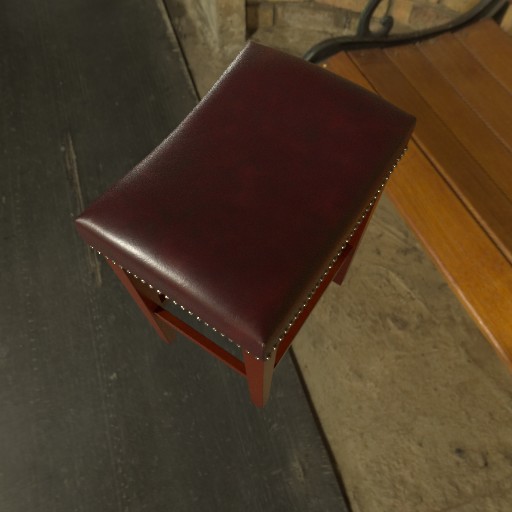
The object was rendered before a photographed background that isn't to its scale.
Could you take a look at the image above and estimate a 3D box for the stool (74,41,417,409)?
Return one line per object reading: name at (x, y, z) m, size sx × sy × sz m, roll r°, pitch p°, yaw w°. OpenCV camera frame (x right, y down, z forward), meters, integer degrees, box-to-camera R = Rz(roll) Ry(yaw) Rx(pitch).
stool at (0.000, 0.000, 1.040) m, size 0.372 × 0.742 × 0.504 m, roll 31°, pitch 68°, yaw 14°
